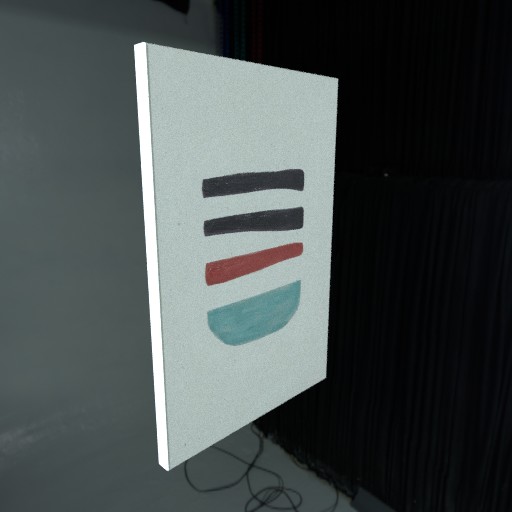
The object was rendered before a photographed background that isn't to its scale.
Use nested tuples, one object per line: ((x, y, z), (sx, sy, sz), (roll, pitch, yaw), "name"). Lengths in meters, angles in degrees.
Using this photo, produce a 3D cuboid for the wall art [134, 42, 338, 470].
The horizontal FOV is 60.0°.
((0.000, 0.000, 1.135), (0.607, 0.912, 0.038), (-13, 19, -43), "wall art")
